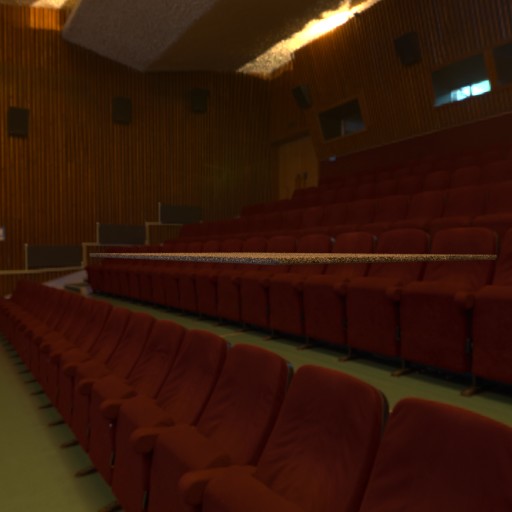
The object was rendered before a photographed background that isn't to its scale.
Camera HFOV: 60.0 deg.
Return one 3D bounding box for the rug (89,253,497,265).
[{"bbox_3d":[0.000,0.000,2.894,1.501,0.025,2.352,-1,1,-35],"label":"rug"}]
